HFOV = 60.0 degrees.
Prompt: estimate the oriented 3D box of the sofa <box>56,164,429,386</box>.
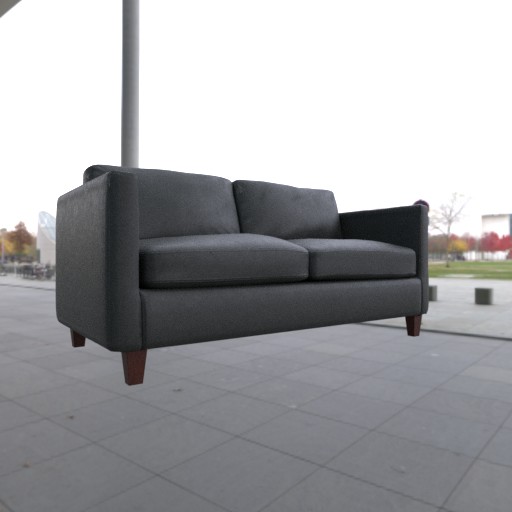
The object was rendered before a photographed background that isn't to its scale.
[{"bbox_3d":[0.000,0.000,2.432,1.883,0.933,0.951,0,0,-35],"label":"sofa"}]
